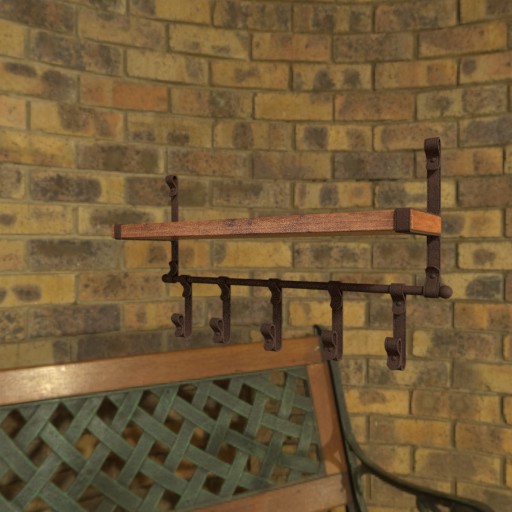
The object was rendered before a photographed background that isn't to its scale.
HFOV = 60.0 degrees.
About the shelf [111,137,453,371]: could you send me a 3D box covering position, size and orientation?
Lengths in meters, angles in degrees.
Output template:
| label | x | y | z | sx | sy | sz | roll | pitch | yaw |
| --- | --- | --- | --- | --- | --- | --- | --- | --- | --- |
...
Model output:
| label | x | y | z | sx | sy | sz | roll | pitch | yaw |
| --- | --- | --- | --- | --- | --- | --- | --- | --- | --- |
| shelf | 0.000 | 0.000 | 0.715 | 0.567 | 0.330 | 0.146 | 0 | 1 | 35 |
